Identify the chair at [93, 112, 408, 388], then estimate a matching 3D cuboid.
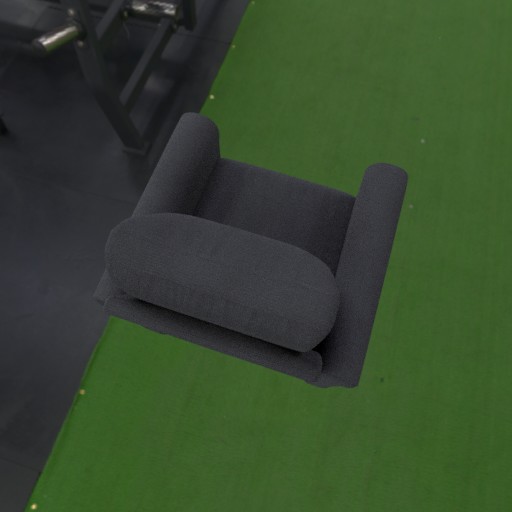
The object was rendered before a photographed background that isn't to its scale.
[{"bbox_3d":[0.000,0.000,1.568,0.867,0.942,0.828,17,66,8],"label":"chair"}]
